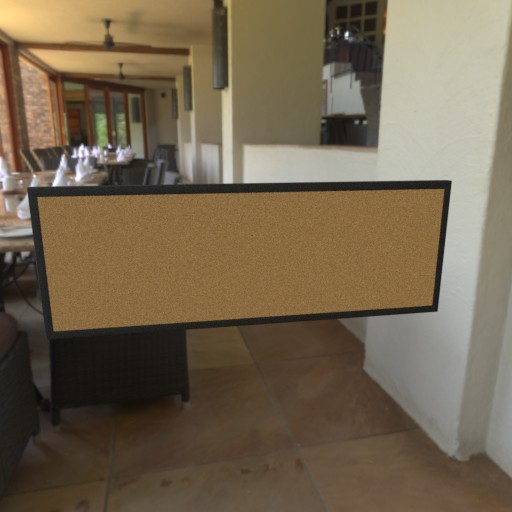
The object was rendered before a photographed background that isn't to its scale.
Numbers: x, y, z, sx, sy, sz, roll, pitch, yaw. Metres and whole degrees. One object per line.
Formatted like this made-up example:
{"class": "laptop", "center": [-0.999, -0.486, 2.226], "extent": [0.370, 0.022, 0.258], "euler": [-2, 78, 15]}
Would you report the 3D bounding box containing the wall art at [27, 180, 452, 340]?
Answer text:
{"class": "wall art", "center": [0.000, 0.000, 1.710], "extent": [1.572, 0.554, 0.041], "euler": [-3, 15, -10]}
